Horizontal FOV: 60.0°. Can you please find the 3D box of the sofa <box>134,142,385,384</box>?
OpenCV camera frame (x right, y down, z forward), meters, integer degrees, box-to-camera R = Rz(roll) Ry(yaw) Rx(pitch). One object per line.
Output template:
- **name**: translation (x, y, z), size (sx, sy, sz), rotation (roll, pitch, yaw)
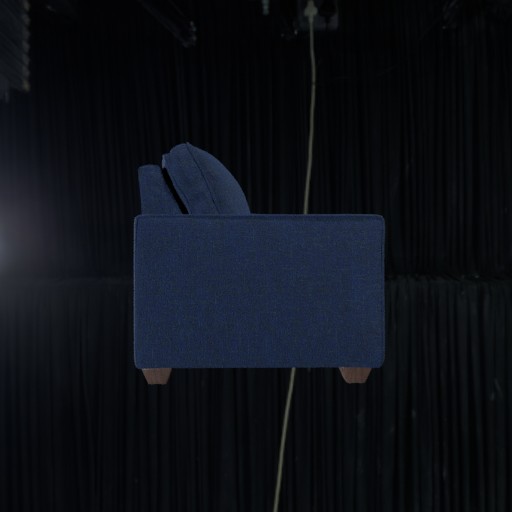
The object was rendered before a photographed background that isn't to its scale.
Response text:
- **sofa**: translation (0.000, 0.000, 2.592), size (0.940, 0.919, 2.080), rotation (0, 0, -1)
